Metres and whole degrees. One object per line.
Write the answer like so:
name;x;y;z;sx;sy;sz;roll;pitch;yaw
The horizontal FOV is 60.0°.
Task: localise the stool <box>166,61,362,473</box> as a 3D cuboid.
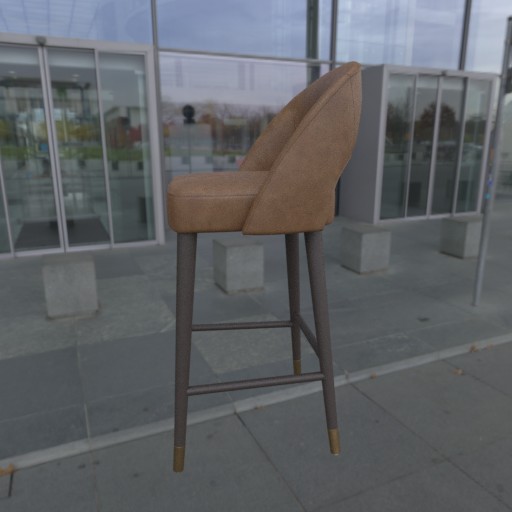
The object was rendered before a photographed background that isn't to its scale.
stool;0.000;0.000;1.278;0.509;1.037;0.494;-2;15;-9
